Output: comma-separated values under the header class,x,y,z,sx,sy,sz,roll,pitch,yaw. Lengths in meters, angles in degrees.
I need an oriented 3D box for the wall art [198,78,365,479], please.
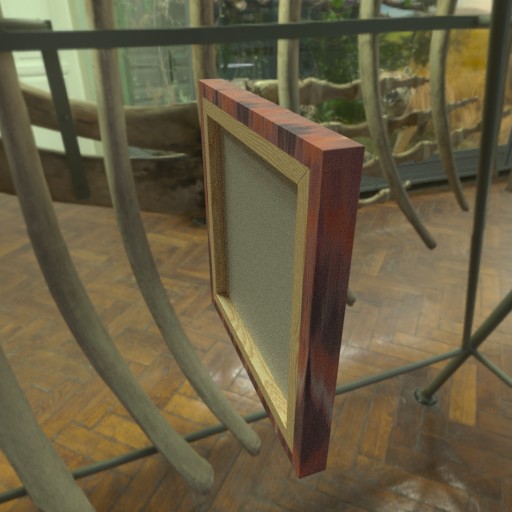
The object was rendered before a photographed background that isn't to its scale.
class,x,y,z,sx,sy,sz,roll,pitch,yaw
wall art,0.000,0.000,0.611,0.038,0.406,0.403,-10,31,-18
